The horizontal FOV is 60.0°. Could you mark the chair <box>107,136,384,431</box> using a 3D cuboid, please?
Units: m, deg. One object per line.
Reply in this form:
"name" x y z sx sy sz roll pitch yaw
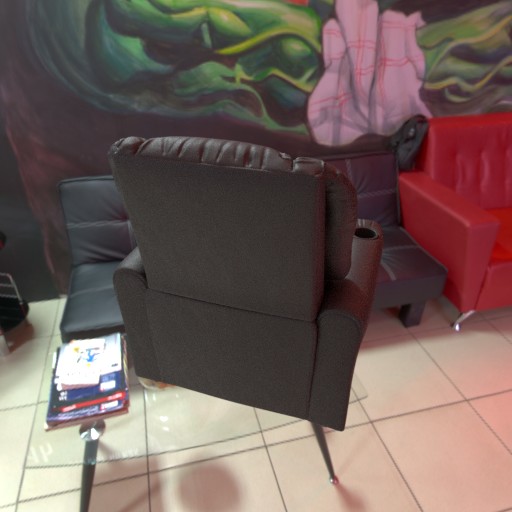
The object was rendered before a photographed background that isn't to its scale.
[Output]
"chair" 0.000 0.000 1.131 0.610 0.709 0.521 10 32 16
